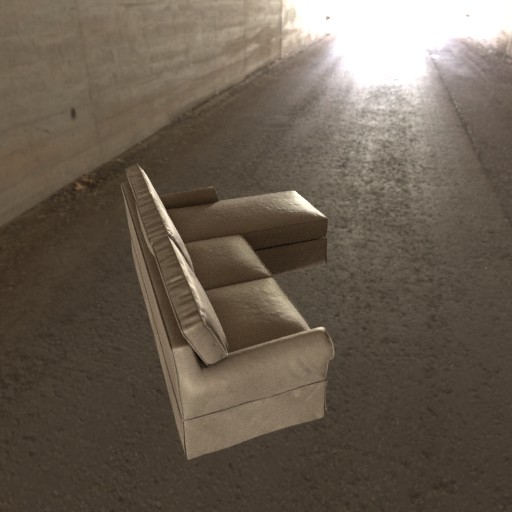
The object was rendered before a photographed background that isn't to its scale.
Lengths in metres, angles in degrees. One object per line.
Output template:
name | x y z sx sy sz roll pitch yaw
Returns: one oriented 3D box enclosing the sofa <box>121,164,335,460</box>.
sofa | 0.000 0.000 3.453 1.733 0.978 2.475 -11 32 -18
